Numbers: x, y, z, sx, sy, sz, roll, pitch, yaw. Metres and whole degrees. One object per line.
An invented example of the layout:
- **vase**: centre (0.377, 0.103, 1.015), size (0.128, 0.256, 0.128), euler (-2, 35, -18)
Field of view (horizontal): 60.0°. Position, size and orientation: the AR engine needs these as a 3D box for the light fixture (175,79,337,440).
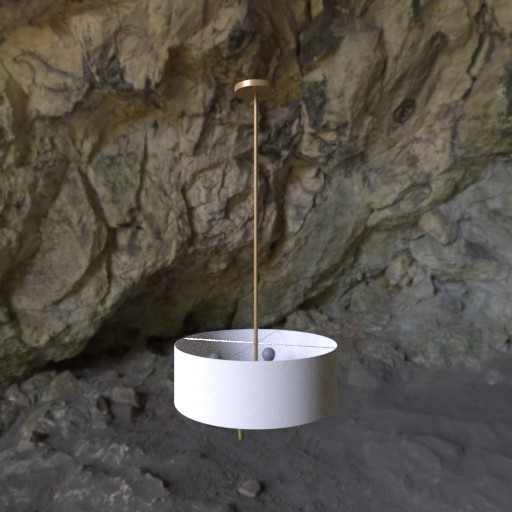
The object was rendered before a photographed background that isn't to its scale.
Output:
- **light fixture**: centre (0.000, 0.000, 1.405), size (0.508, 1.067, 0.508), euler (0, 0, 0)
